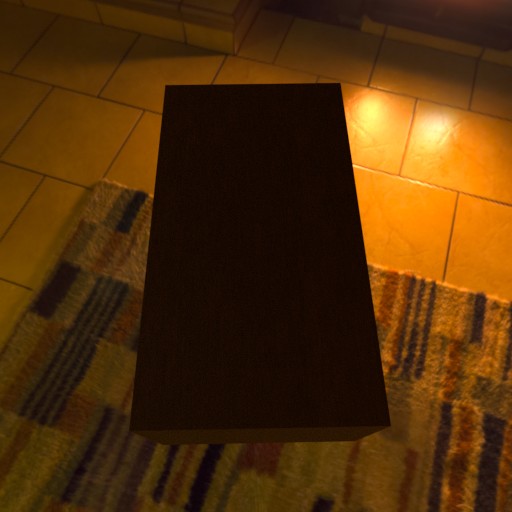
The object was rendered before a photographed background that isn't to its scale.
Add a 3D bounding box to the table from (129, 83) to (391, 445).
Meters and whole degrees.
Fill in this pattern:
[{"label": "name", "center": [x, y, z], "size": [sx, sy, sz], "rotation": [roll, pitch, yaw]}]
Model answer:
[{"label": "table", "center": [0.000, 0.000, 1.447], "size": [0.597, 0.424, 1.099], "rotation": [-1, 63, 0]}]
